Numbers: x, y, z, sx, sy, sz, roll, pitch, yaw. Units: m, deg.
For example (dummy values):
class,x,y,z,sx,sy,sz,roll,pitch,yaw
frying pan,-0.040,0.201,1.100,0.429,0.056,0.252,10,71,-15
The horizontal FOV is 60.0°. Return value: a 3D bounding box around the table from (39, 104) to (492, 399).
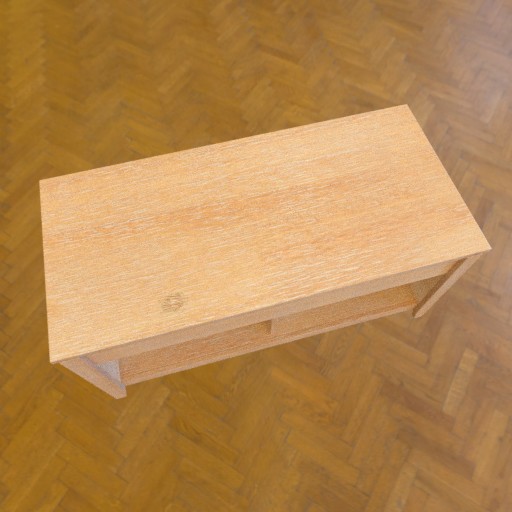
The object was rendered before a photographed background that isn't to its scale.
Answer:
class,x,y,z,sx,sy,sz,roll,pitch,yaw
table,0.000,0.000,1.288,1.016,0.457,0.483,-14,63,-7
